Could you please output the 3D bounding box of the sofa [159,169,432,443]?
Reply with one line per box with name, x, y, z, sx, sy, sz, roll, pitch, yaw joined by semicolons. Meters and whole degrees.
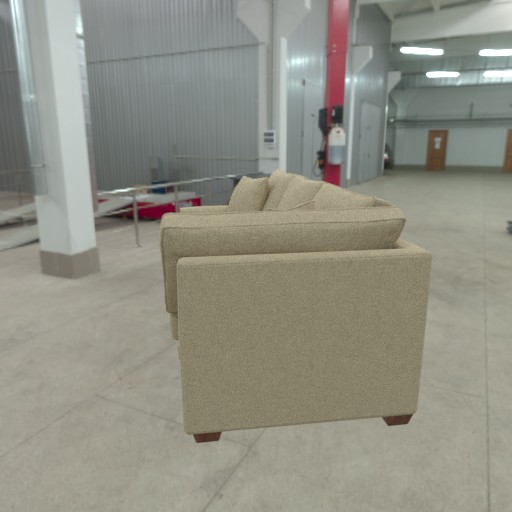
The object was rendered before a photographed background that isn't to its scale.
sofa;0.000;0.000;2.799;1.061;0.962;2.317;-2;15;-9
